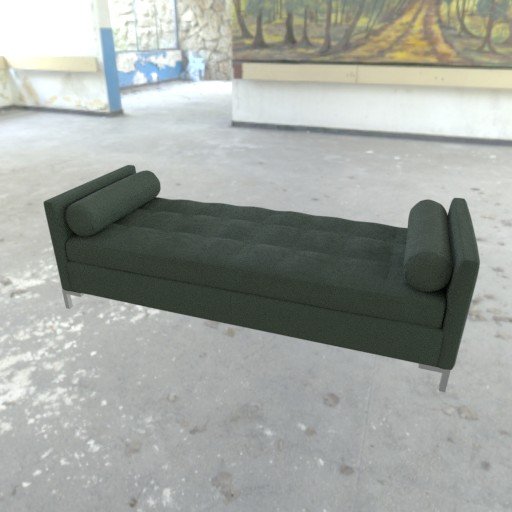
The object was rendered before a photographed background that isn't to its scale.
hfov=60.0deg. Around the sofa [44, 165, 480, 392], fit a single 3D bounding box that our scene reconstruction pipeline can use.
[{"bbox_3d":[0.000,0.000,2.453,2.102,0.657,0.797,9,28,17],"label":"sofa"}]
